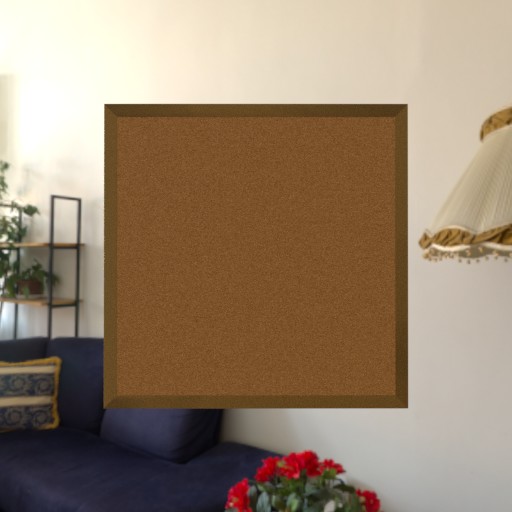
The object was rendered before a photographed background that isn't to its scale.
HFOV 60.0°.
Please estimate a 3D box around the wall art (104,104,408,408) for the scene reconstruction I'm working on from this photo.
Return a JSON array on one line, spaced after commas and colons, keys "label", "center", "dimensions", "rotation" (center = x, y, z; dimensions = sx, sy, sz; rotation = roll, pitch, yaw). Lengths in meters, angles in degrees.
[{"label": "wall art", "center": [0.000, 0.000, 0.758], "dimensions": [0.507, 0.508, 0.038], "rotation": [0, 0, 0]}]
